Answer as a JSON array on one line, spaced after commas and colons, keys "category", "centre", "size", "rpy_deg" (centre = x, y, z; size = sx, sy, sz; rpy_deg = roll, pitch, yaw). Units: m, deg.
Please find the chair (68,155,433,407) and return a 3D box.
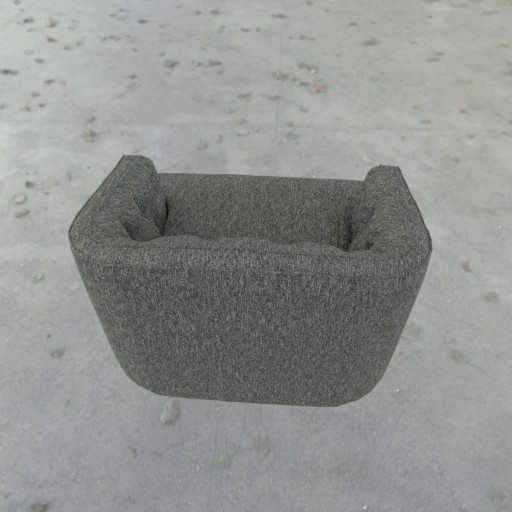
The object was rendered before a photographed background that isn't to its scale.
[{"category": "chair", "centre": [0.000, 0.000, 1.729], "size": [1.104, 0.852, 0.941], "rpy_deg": [3, 46, 3]}]
